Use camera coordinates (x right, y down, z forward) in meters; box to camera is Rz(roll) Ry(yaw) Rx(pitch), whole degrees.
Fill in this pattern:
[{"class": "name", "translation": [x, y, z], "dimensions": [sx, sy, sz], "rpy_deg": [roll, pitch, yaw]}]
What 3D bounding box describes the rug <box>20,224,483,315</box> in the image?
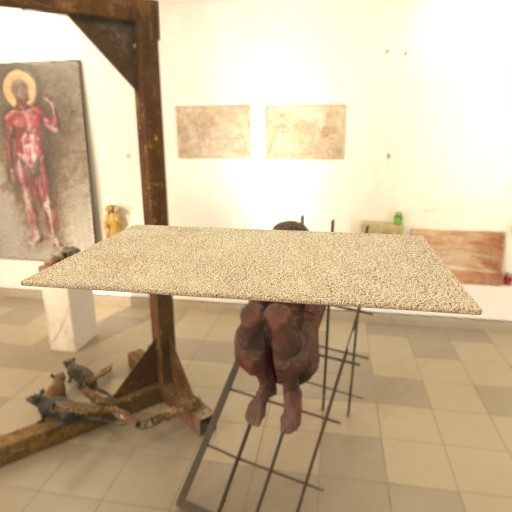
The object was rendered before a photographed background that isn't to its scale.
[{"class": "rug", "translation": [0.000, 0.000, 3.005], "dimensions": [2.438, 0.030, 1.524], "rpy_deg": [3, 17, 9]}]
